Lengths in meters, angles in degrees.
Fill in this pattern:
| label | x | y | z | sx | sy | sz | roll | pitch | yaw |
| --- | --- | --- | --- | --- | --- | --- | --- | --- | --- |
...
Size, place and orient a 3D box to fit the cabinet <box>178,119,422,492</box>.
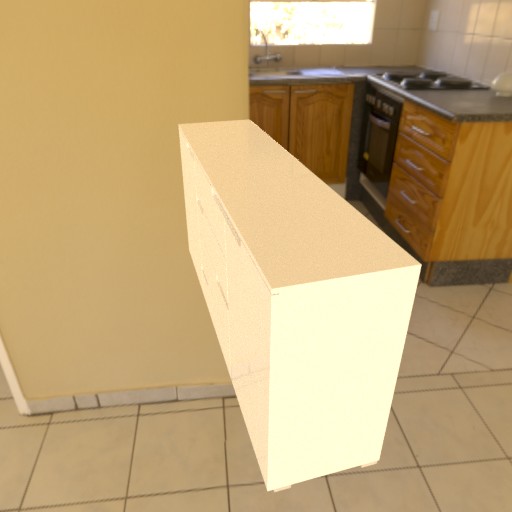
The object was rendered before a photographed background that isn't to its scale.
| label | x | y | z | sx | sy | sz | roll | pitch | yaw |
| --- | --- | --- | --- | --- | --- | --- | --- | --- | --- |
| cabinet | 0.000 | 0.000 | 1.964 | 0.400 | 0.800 | 1.650 | -8 | 31 | -14 |
